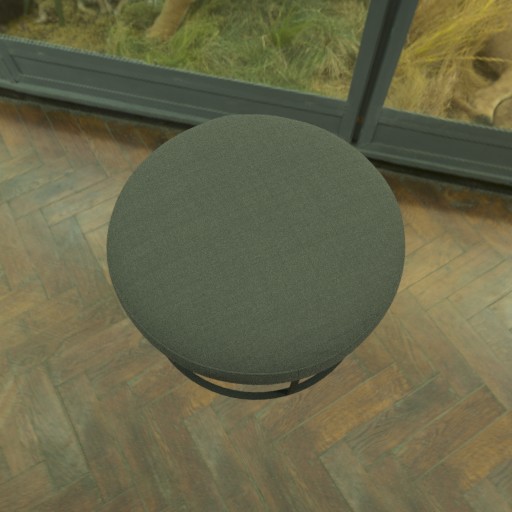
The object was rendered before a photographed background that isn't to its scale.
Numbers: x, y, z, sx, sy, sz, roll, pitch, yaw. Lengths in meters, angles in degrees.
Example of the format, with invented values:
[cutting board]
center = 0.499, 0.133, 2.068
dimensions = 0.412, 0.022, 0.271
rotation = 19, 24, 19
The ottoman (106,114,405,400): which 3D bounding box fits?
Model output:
[ottoman]
center = 0.000, 0.000, 1.283
dimensions = 0.772, 0.460, 0.772
rotation = 0, 63, 0
